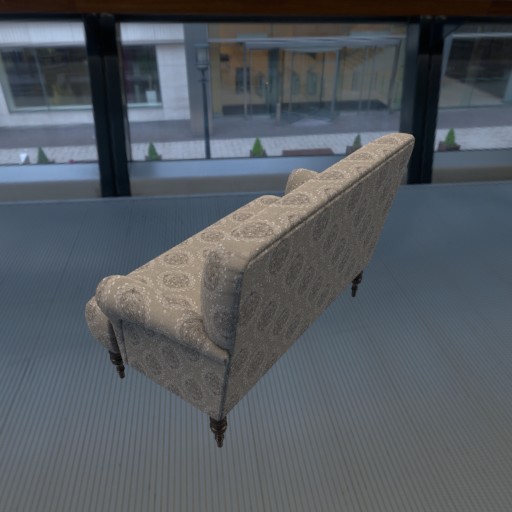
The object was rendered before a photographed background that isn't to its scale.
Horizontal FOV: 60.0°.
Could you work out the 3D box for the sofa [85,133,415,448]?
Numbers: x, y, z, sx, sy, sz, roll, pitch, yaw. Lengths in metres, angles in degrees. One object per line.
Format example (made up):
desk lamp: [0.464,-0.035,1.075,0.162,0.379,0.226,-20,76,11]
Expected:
sofa: [0.000,0.000,1.842,0.779,0.889,1.297,22,39,30]
